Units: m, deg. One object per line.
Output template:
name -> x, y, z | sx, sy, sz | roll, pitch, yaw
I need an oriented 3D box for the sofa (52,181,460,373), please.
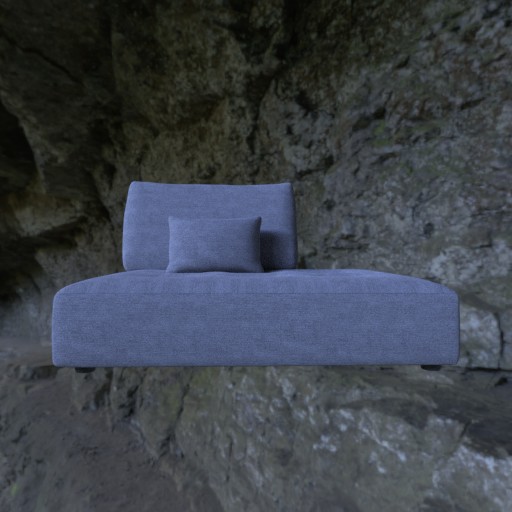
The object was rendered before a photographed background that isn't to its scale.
sofa -> 0.000, 0.000, 2.030 | 1.450, 0.820, 1.002 | 0, 1, -2
